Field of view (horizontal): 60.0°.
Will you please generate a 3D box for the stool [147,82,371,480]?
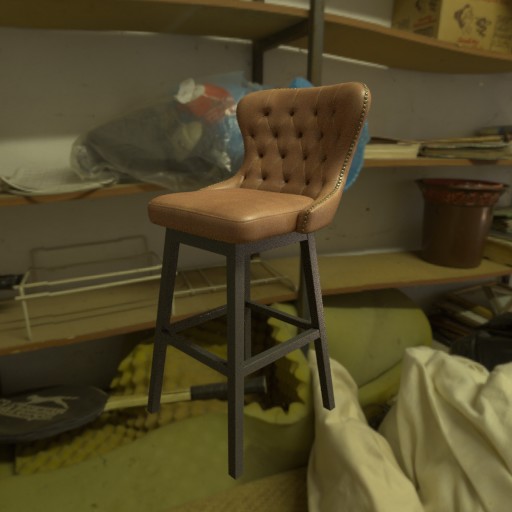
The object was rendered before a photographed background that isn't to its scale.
[{"bbox_3d":[0.000,0.000,1.409,0.528,1.050,0.601,15,22,43],"label":"stool"}]
